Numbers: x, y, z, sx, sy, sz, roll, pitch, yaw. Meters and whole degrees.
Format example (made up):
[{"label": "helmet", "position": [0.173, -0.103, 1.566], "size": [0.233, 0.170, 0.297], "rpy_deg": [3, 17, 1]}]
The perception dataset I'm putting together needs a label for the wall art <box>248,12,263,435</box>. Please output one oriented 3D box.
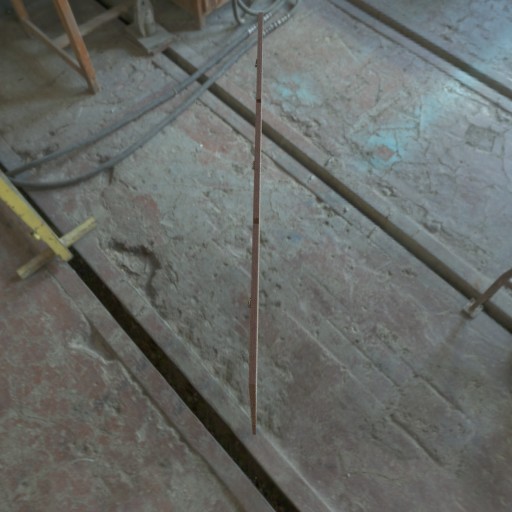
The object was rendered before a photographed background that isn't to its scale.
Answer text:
[{"label": "wall art", "position": [0.000, 0.000, 1.759], "size": [0.024, 1.218, 1.221], "rpy_deg": [1, 63, 1]}]
